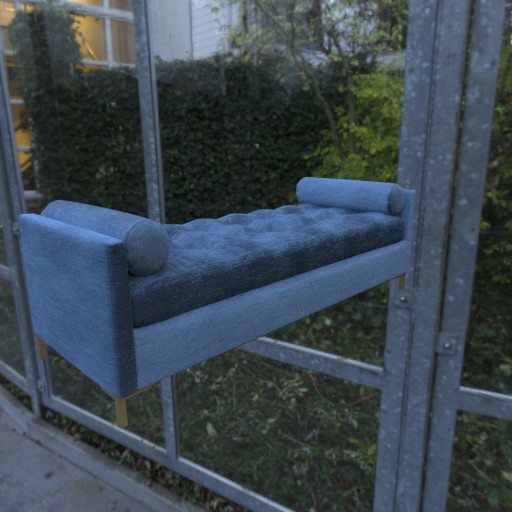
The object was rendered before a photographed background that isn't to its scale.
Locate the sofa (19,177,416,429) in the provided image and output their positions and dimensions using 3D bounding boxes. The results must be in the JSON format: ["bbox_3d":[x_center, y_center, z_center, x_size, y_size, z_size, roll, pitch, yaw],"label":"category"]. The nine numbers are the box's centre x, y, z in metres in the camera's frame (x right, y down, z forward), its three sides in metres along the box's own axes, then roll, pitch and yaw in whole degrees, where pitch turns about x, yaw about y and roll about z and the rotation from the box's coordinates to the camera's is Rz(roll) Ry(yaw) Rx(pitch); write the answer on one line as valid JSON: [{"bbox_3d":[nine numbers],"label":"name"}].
[{"bbox_3d":[0.000,0.000,2.384,0.796,0.705,2.102,14,20,43],"label":"sofa"}]
